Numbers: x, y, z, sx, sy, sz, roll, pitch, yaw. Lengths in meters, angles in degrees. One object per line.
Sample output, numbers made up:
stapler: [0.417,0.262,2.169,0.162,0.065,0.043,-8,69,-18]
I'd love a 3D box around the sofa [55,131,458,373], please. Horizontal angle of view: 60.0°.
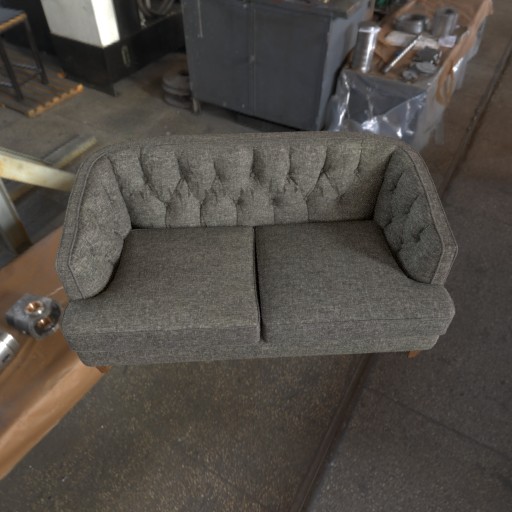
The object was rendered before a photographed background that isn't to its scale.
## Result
sofa: [0.000,0.000,2.233,1.733,0.855,0.941,-2,46,-2]
